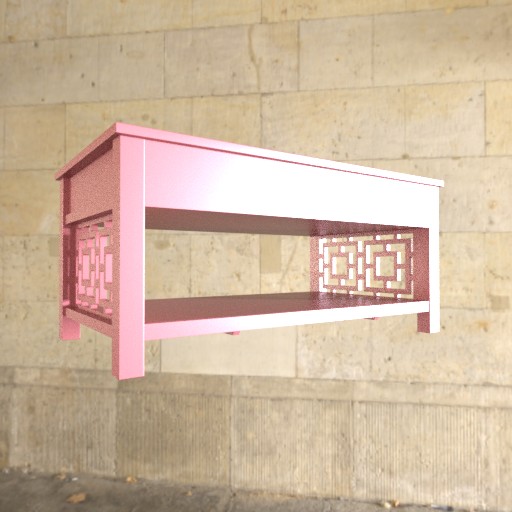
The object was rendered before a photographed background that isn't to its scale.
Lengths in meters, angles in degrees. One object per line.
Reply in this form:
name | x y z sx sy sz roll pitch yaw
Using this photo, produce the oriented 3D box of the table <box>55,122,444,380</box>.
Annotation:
table | 0.000 0.000 1.393 1.068 0.493 0.612 1 -1 -35
